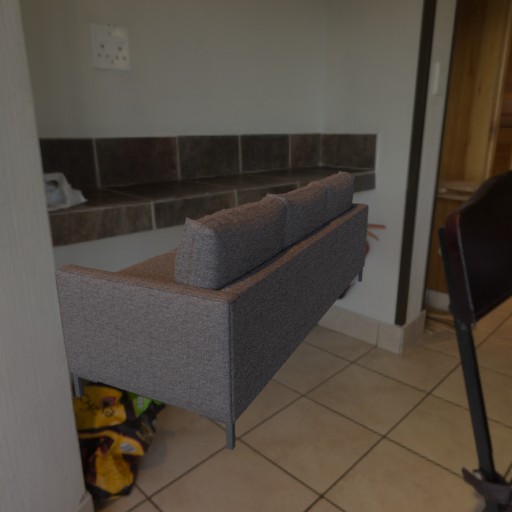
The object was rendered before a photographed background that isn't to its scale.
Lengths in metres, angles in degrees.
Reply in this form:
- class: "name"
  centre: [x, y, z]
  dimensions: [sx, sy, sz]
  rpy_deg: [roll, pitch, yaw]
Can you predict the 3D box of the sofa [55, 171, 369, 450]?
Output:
- class: "sofa"
  centre: [0.000, 0.000, 2.699]
  dimensions: [0.876, 0.882, 2.253]
  rpy_deg: [8, 18, 25]
